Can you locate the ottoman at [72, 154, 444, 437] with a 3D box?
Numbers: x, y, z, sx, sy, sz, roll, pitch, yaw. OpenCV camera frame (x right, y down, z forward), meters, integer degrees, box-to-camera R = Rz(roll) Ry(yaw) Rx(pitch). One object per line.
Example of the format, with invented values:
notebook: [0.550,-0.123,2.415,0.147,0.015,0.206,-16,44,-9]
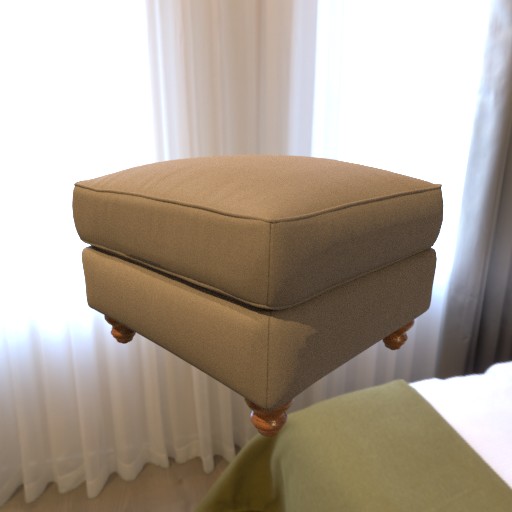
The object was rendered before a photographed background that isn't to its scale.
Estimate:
ottoman: [0.000,0.000,1.145,0.721,0.505,0.662,15,22,43]
